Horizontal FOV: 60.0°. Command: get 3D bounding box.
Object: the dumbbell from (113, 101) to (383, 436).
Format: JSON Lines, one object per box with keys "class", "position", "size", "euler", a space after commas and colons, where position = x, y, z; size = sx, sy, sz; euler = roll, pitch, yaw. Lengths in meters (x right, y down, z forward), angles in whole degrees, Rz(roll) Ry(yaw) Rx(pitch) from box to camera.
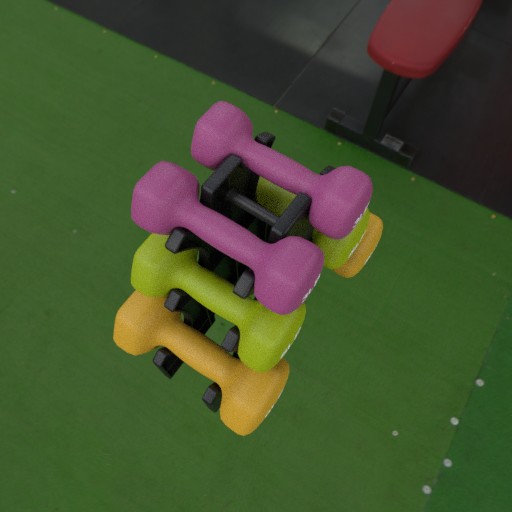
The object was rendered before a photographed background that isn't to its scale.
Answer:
{"class": "dumbbell", "position": [0.000, 0.000, 0.460], "size": [0.190, 0.271, 0.300], "euler": [32, 68, 15]}
